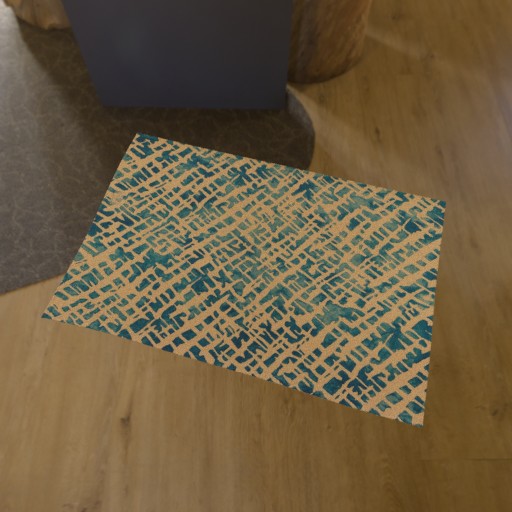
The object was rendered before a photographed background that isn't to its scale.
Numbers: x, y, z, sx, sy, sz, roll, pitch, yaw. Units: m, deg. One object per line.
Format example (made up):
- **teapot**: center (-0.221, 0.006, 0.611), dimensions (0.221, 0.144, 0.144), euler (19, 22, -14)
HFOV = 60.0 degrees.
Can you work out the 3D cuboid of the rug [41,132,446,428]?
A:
- **rug**: center (0.000, 0.000, 2.284), dimensions (1.830, 0.011, 1.209), euler (14, 64, 7)
